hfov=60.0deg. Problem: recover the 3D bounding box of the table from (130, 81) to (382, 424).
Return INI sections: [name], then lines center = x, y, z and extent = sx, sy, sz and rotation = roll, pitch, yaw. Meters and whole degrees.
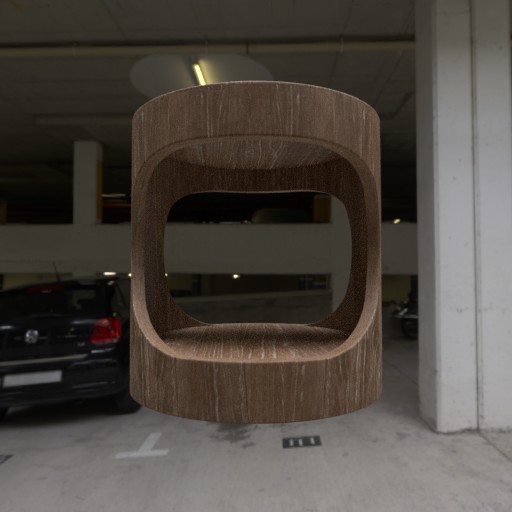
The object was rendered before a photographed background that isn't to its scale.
[table]
center = 0.000, 0.000, 0.971
extent = 0.527, 0.551, 0.527
rotation = 0, -2, 0
